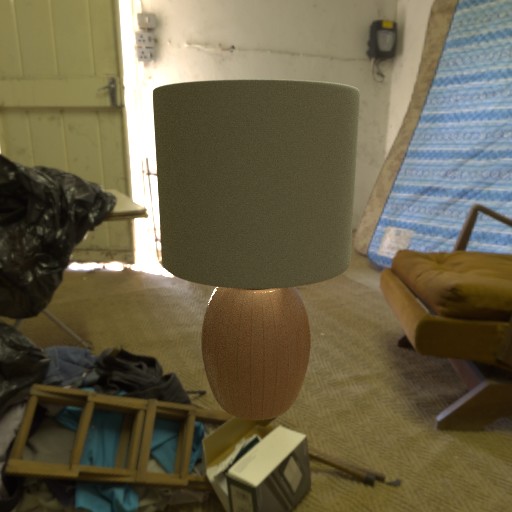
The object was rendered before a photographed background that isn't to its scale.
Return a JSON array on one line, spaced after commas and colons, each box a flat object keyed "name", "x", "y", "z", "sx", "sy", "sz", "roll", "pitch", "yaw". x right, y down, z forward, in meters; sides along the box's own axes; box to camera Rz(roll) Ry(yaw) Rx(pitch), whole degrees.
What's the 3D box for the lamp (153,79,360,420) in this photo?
[{"name": "lamp", "x": 0.000, "y": 0.000, "z": 0.788, "sx": 0.329, "sy": 0.570, "sz": 0.329, "roll": 0, "pitch": 15, "yaw": 0}]
